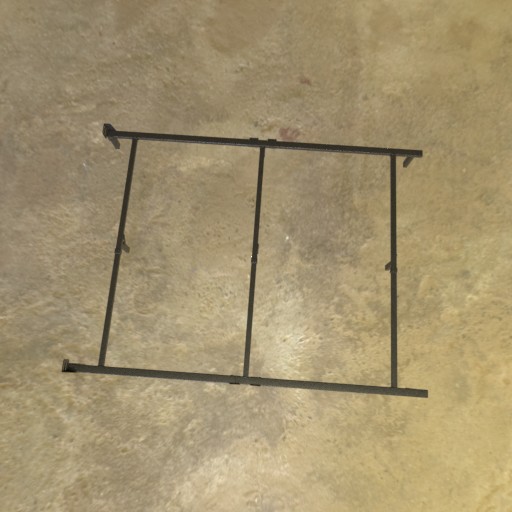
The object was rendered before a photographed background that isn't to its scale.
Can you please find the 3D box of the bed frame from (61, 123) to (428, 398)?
[{"bbox_3d":[0.000,0.000,2.663,1.990,0.248,1.498,4,76,1],"label":"bed frame"}]
